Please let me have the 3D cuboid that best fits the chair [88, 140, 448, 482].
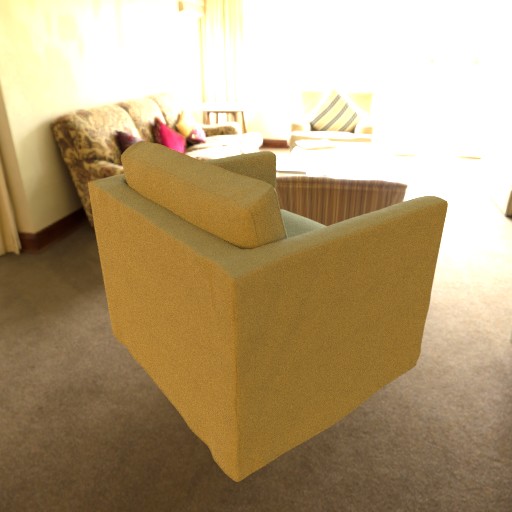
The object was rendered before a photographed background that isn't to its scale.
[{"bbox_3d":[0.000,0.000,1.762,0.949,0.863,1.057,-18,31,-33],"label":"chair"}]
